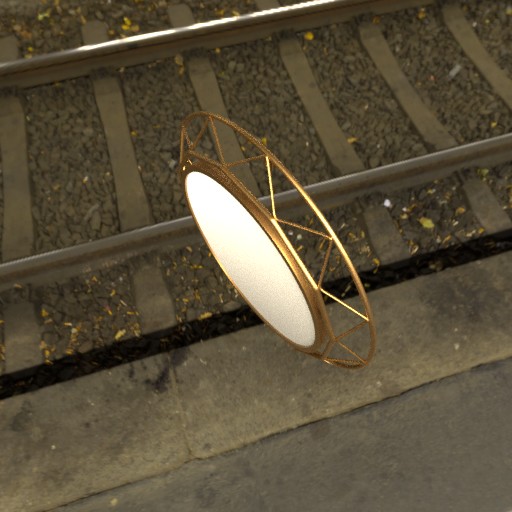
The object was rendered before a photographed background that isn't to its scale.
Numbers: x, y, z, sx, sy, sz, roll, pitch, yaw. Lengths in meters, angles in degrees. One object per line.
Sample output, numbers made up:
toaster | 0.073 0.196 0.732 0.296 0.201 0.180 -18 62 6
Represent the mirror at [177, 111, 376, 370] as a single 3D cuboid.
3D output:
mirror | 0.000 0.000 0.685 0.043 0.454 0.454 -35 68 -17
